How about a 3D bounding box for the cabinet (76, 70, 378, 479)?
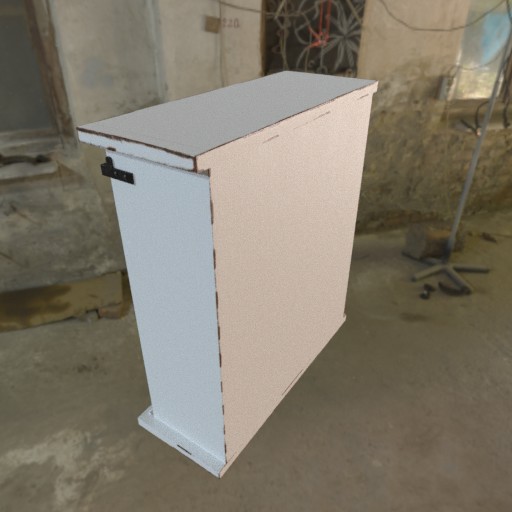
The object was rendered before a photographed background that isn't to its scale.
[{"bbox_3d":[0.000,0.000,0.885,0.210,0.603,0.541,20,37,29],"label":"cabinet"}]
